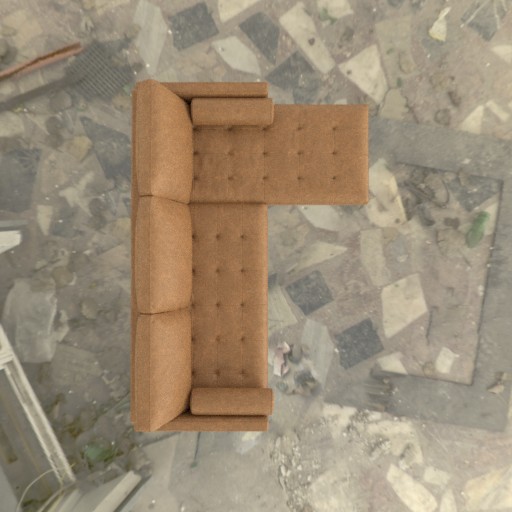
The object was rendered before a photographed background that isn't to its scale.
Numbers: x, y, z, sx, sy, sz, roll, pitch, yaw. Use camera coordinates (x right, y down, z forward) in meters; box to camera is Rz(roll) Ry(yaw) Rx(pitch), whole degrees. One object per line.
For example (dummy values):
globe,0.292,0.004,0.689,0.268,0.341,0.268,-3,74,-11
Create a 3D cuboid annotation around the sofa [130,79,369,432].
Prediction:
sofa,0.000,0.000,2.903,1.506,0.876,2.178,0,89,0
